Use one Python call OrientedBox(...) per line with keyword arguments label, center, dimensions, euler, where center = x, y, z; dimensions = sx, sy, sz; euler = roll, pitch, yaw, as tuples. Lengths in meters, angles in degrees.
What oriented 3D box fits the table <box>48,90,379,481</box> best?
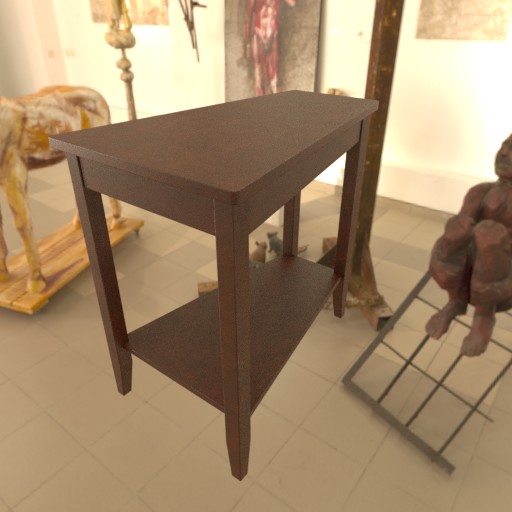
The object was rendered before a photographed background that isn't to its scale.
OrientedBox(label="table", center=(0.000, 0.000, 0.973), dimensions=(0.399, 0.589, 0.605), euler=(21, 36, 32))
